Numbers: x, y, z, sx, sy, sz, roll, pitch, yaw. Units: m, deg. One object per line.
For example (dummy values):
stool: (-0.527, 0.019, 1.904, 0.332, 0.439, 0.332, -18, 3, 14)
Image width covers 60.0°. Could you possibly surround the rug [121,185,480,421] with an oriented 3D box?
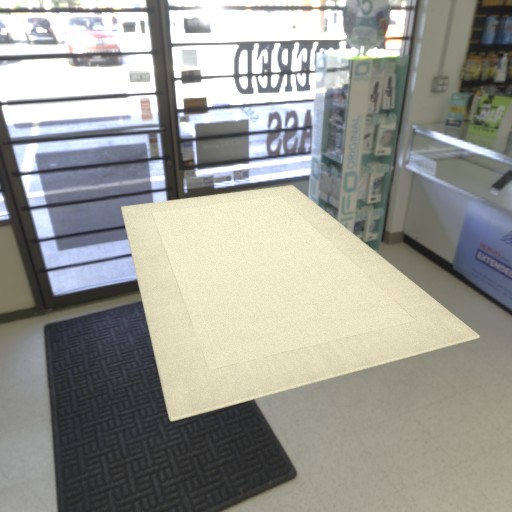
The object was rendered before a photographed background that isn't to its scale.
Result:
rug: (0.000, 0.000, 2.311, 1.219, 0.013, 1.829, -10, 30, -17)
